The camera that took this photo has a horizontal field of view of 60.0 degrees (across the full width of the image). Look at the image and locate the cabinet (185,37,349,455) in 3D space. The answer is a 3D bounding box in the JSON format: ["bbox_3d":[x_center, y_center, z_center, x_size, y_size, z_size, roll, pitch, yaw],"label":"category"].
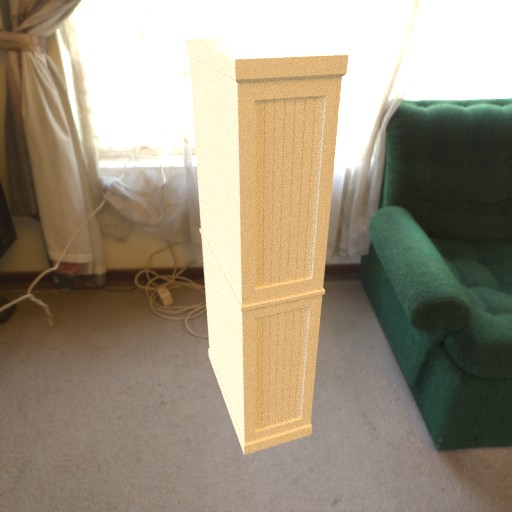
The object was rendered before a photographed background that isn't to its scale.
[{"bbox_3d":[0.000,0.000,2.125,0.390,1.829,0.754,-10,32,-16],"label":"cabinet"}]
